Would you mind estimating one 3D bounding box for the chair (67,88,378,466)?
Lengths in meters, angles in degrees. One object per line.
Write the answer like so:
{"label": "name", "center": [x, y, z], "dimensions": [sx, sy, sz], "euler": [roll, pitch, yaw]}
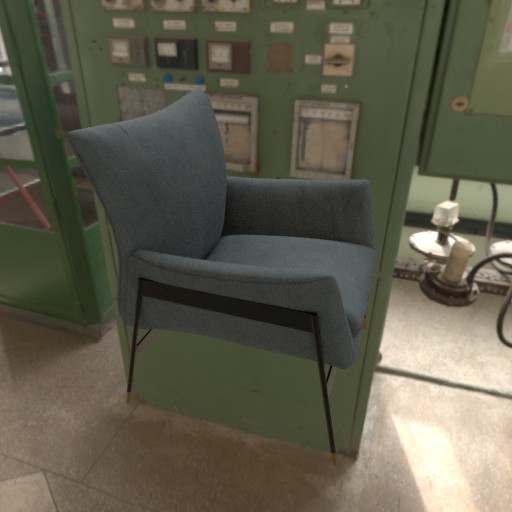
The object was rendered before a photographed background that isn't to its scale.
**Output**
{"label": "chair", "center": [0.000, 0.000, 1.371], "dimensions": [0.709, 0.858, 0.678], "euler": [10, 31, 17]}
